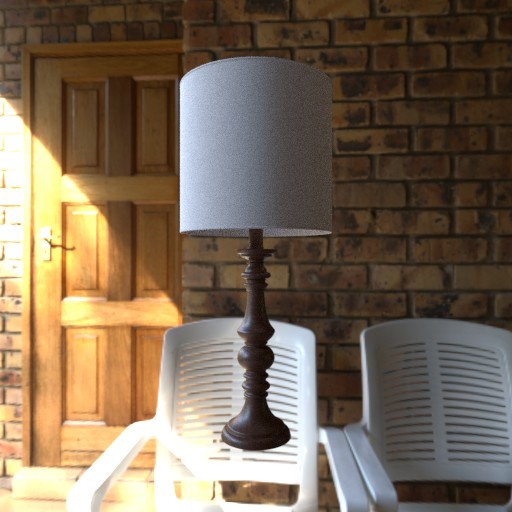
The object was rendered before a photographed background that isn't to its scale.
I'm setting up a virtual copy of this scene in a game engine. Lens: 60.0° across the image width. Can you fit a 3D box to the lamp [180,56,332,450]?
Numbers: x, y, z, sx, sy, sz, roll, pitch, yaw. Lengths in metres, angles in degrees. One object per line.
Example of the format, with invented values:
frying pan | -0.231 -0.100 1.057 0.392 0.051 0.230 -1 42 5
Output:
lamp | 0.000 0.000 0.738 0.250 0.597 0.250 0 0 -1
